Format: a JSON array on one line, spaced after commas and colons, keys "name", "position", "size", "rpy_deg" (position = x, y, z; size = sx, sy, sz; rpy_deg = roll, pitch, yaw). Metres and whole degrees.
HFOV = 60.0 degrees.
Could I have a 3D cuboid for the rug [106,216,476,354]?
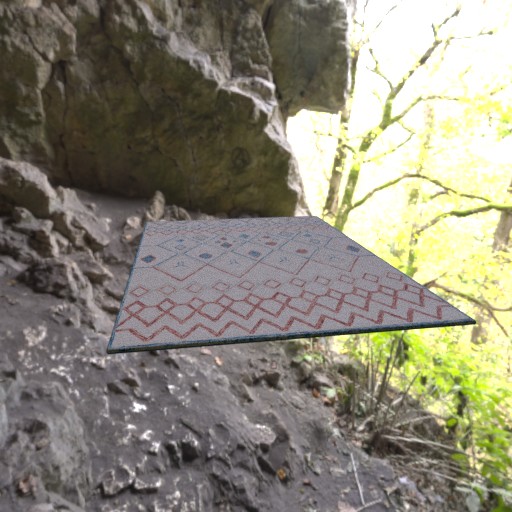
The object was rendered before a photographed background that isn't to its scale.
[{"name": "rug", "position": [0.000, 0.000, 2.277], "size": [1.219, 0.016, 1.829], "rpy_deg": [-3, 17, -9]}]
